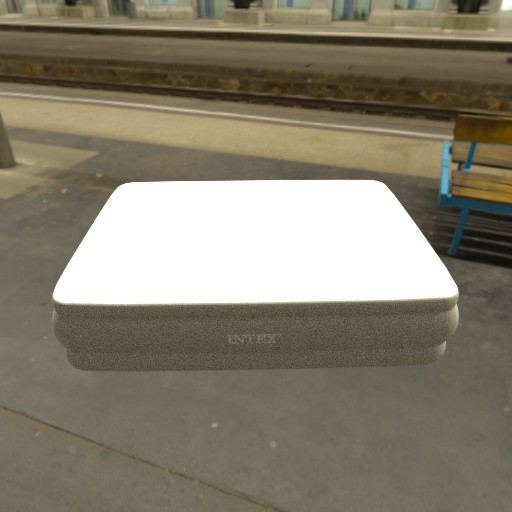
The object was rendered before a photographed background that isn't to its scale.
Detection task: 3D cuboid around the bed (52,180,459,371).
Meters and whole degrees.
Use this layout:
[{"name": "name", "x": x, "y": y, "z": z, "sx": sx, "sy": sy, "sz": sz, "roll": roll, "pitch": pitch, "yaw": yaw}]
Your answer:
[{"name": "bed", "x": 0.000, "y": 0.000, "z": 2.731, "sx": 2.036, "sy": 0.460, "sz": 1.520, "roll": -1, "pitch": 32, "yaw": -1}]
